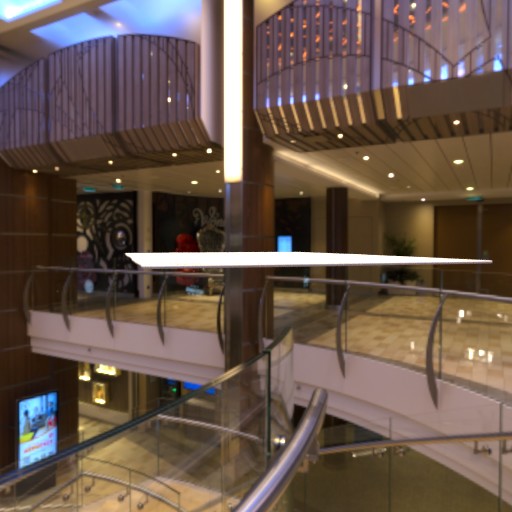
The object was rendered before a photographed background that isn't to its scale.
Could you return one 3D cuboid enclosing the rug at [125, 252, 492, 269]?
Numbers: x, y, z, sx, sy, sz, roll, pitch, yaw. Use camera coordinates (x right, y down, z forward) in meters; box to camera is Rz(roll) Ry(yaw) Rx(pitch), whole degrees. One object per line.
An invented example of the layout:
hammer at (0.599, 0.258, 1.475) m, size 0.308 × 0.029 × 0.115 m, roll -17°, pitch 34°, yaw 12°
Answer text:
rug at (0.000, 0.000, 3.103) m, size 1.706 × 0.026 × 2.438 m, roll 0°, pitch 2°, yaw -18°
